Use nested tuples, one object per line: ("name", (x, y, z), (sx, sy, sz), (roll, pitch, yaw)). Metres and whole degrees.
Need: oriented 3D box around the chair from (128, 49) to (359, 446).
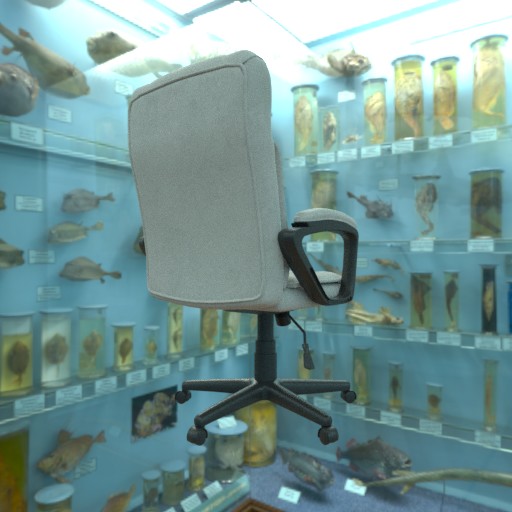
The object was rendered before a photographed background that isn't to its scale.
("chair", (0.000, 0.000, 1.531), (0.667, 1.105, 0.724), (0, 0, 37))
